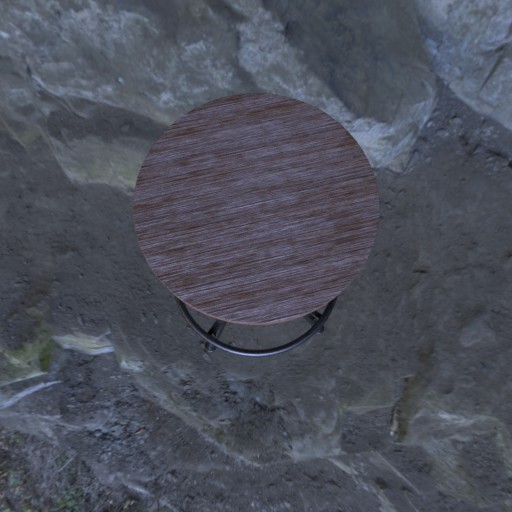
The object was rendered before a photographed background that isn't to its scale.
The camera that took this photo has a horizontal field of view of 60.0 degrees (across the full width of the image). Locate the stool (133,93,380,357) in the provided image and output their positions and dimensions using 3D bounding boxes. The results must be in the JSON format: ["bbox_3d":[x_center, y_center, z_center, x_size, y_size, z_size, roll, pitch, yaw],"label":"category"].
[{"bbox_3d":[0.000,0.000,0.921,0.439,0.609,0.439,35,78,9],"label":"stool"}]
